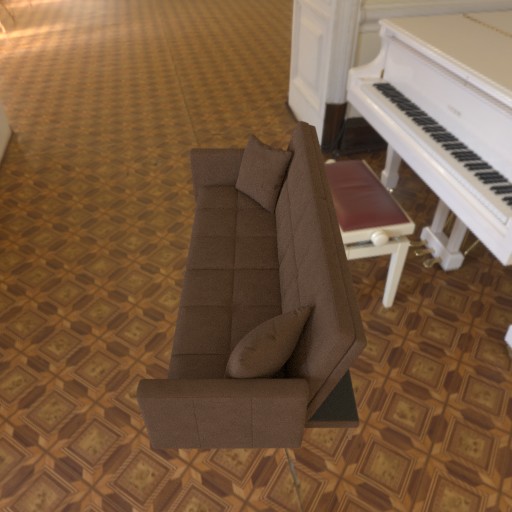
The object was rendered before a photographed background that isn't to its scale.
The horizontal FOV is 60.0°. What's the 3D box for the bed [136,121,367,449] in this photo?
[{"bbox_3d":[0.000,0.000,2.412,0.889,0.787,1.905,0,41,0],"label":"bed"}]
